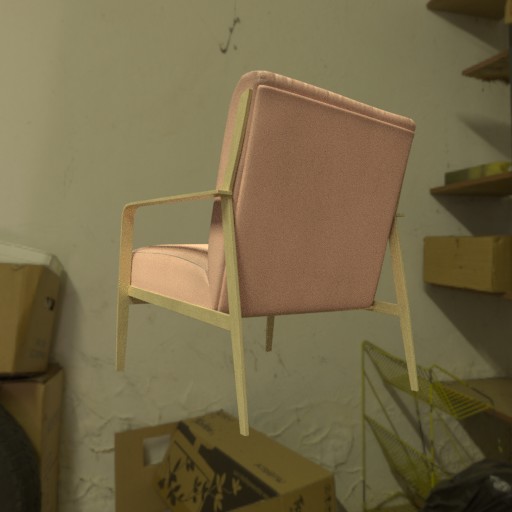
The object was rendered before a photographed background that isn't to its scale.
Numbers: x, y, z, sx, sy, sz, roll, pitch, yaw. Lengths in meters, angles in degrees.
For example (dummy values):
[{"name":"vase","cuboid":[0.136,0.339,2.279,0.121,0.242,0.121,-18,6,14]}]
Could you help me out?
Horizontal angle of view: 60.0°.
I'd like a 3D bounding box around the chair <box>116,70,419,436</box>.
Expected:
[{"name":"chair","cuboid":[0.000,0.000,1.481,0.701,0.823,0.848,2,-3,-36]}]
